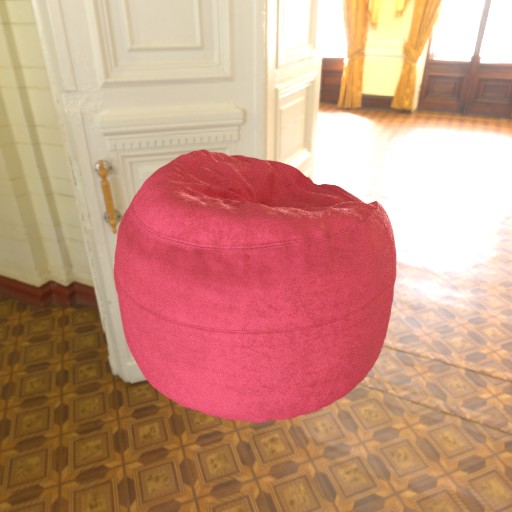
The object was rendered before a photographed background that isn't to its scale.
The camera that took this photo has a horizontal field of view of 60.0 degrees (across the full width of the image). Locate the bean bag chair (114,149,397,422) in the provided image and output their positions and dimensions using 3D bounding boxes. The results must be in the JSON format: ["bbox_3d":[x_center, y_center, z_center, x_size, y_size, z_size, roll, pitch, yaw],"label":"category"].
[{"bbox_3d":[0.000,0.000,1.972,1.218,0.788,1.218,0,30,0],"label":"bean bag chair"}]
